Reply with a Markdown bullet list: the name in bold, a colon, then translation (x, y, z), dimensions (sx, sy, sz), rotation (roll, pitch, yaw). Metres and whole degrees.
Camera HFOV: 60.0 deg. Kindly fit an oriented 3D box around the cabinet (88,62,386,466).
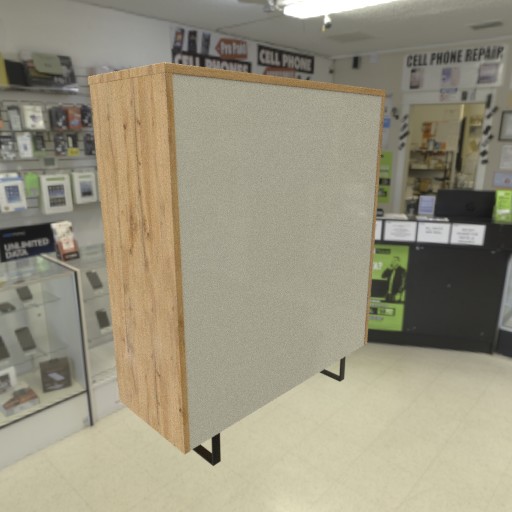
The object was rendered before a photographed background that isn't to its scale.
- **cabinet**: translation (0.000, 0.000, 1.929), dimensions (0.473, 1.397, 1.168), rotation (15, 22, 43)
